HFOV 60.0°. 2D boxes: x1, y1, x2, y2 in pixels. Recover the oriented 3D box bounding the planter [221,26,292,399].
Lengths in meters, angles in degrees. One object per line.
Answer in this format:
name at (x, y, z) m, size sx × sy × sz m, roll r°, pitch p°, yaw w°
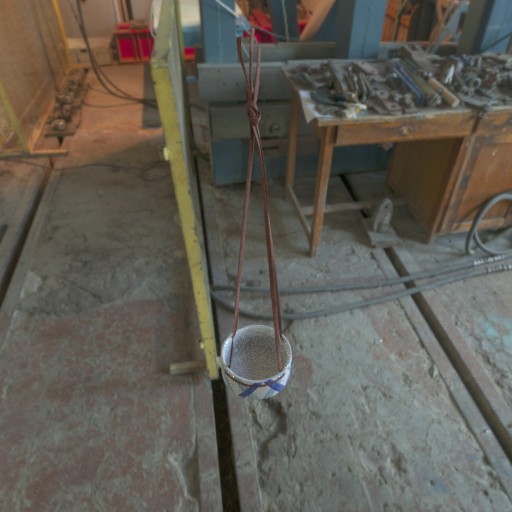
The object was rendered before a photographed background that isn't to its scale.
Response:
planter at (0.000, 0.000, 0.821) m, size 0.166 × 0.751 × 0.166 m, roll 25°, pitch 47°, yaw 26°
